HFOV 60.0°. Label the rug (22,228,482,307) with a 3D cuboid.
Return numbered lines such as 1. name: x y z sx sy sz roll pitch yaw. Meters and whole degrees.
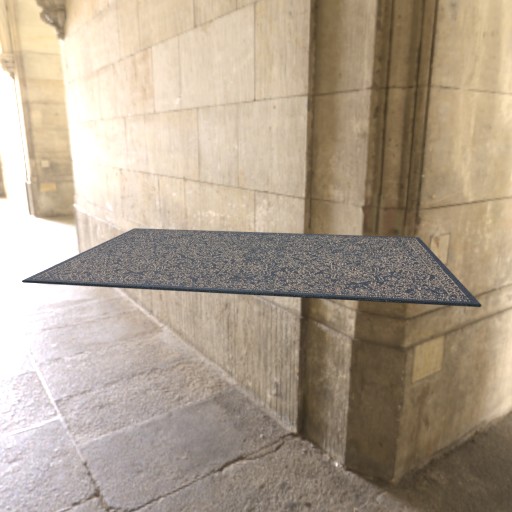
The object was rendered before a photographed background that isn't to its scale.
1. rug: 0.000 0.000 3.043 2.441 0.015 1.526 2 15 9
